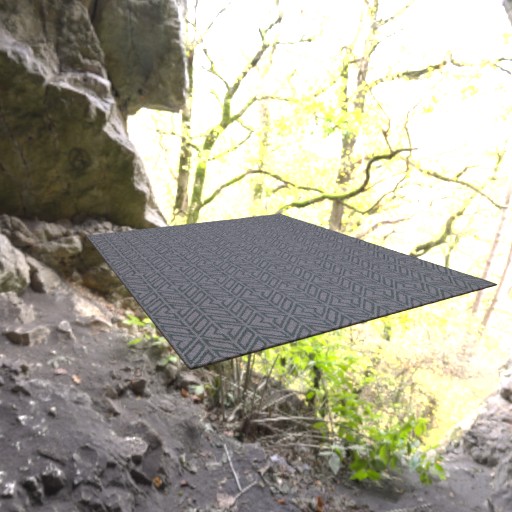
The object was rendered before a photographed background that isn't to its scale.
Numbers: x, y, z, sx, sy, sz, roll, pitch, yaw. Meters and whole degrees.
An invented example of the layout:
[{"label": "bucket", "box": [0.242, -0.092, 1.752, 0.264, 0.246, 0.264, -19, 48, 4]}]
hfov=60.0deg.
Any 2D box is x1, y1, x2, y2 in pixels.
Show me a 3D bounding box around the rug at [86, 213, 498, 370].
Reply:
[{"label": "rug", "box": [0.000, 0.000, 4.007, 2.441, 0.017, 3.050, -9, 19, -28]}]
